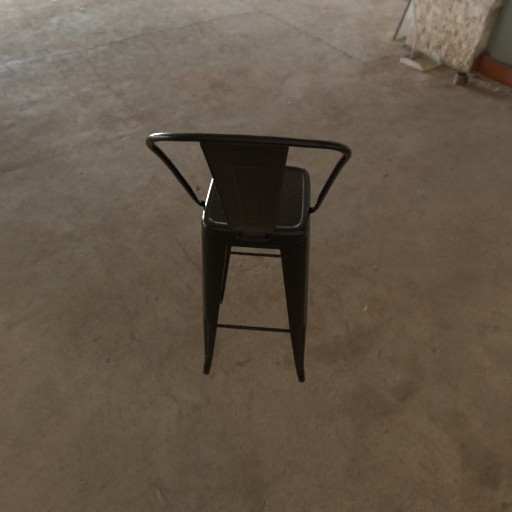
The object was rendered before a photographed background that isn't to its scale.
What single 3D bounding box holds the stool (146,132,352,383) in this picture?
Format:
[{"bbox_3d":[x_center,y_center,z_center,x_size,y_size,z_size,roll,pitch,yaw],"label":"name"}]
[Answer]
[{"bbox_3d":[0.000,0.000,1.321,0.399,1.096,0.513,4,46,4],"label":"stool"}]
